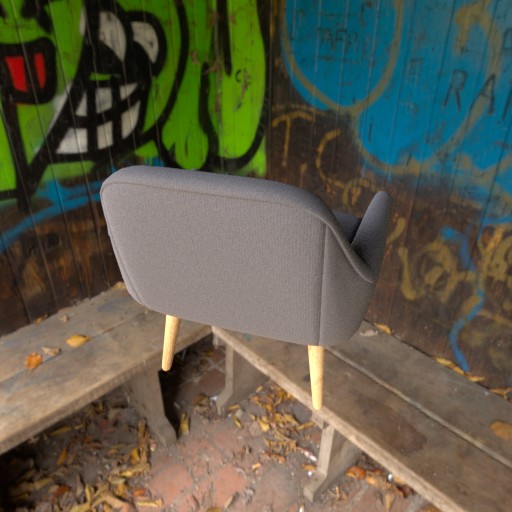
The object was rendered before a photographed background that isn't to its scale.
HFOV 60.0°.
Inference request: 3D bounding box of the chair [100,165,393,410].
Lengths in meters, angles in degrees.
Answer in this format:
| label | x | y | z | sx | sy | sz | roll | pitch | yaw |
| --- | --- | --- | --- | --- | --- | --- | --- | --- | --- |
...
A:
| label | x | y | z | sx | sy | sz | roll | pitch | yaw |
| --- | --- | --- | --- | --- | --- | --- | --- | --- | --- |
| chair | 0.000 | 0.000 | 1.401 | 0.770 | 0.800 | 0.779 | 10 | 32 | 15 |
